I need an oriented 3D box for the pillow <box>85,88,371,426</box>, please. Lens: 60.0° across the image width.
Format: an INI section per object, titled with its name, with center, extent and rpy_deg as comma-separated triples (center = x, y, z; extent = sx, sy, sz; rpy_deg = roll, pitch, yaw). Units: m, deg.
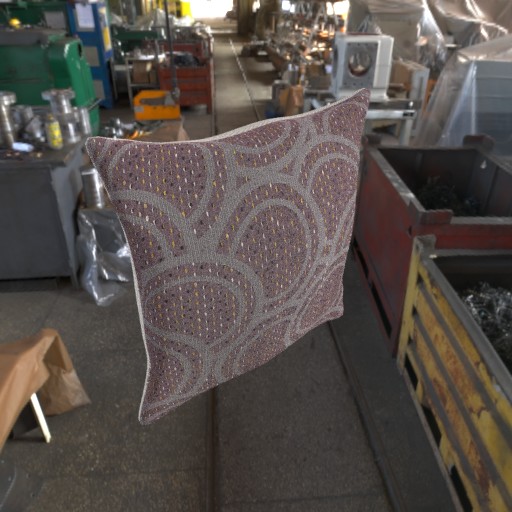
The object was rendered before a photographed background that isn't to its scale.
[pillow]
center = 0.000, 0.000, 0.788
extent = 0.514, 0.513, 0.163
rpy_deg = -22, 37, -32
